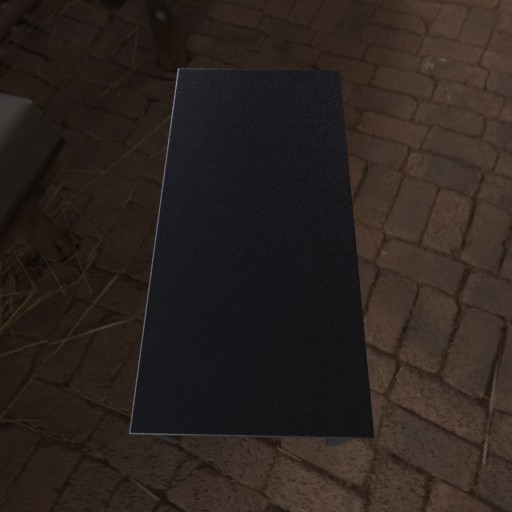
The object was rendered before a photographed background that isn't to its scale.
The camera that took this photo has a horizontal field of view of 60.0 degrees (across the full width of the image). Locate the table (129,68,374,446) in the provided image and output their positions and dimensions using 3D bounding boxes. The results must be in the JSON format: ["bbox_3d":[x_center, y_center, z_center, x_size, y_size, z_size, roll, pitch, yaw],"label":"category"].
[{"bbox_3d":[0.000,0.000,1.300,0.483,0.457,1.016,1,64,0],"label":"table"}]
